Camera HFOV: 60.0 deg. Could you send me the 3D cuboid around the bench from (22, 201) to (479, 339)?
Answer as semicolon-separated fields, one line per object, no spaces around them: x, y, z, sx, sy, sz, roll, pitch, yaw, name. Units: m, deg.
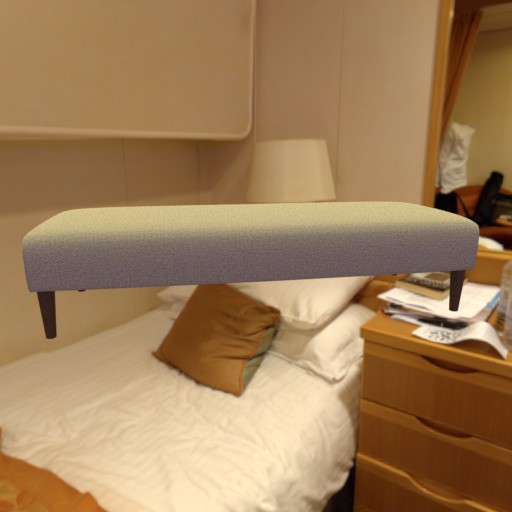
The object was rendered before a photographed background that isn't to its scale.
0.000;0.000;1.828;1.598;0.383;0.631;-2;14;-10;bench
